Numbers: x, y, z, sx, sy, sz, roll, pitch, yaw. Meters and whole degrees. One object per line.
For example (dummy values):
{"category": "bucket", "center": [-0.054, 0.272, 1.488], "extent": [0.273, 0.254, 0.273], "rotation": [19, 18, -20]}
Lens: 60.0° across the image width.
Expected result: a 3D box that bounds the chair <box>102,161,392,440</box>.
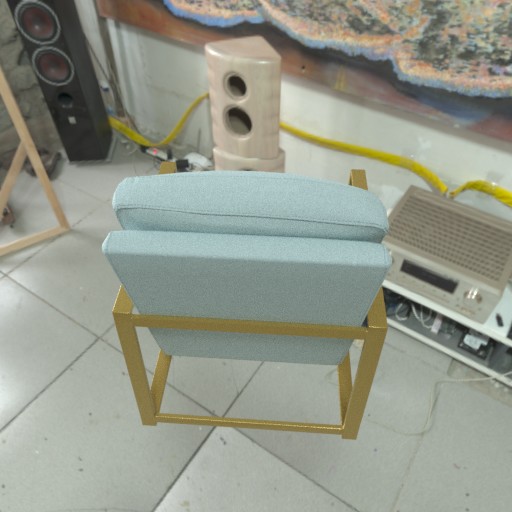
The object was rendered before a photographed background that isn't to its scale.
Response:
{"category": "chair", "center": [0.000, 0.000, 1.488], "extent": [0.758, 0.956, 0.813], "rotation": [3, 47, 3]}
